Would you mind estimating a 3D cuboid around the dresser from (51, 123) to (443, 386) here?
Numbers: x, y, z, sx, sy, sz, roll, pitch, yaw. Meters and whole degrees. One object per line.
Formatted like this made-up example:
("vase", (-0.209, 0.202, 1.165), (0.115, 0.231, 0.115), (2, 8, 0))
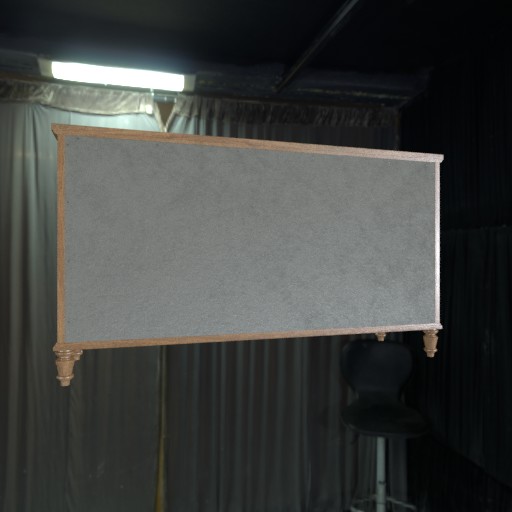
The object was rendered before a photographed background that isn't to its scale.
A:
("dresser", (0.000, 0.000, 1.943), (1.583, 0.892, 0.468), (0, 0, -17))
